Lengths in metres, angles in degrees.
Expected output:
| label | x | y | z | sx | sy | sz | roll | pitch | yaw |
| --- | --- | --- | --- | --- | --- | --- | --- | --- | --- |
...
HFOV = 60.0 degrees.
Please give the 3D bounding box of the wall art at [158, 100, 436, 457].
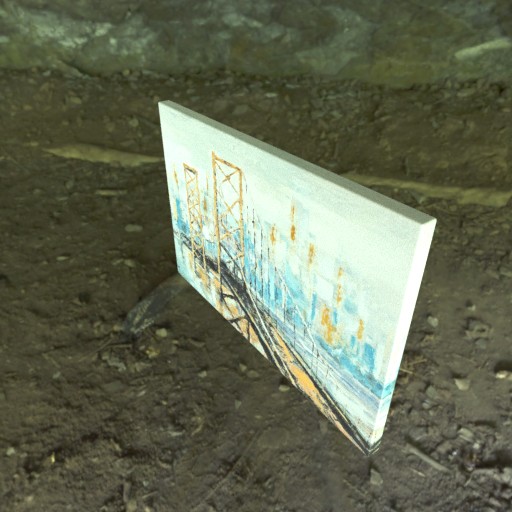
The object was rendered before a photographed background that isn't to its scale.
| label | x | y | z | sx | sy | sz | roll | pitch | yaw |
| --- | --- | --- | --- | --- | --- | --- | --- | --- | --- |
| wall art | 0.000 | 0.000 | 1.162 | 0.038 | 0.609 | 0.913 | -22 | 39 | -30 |
